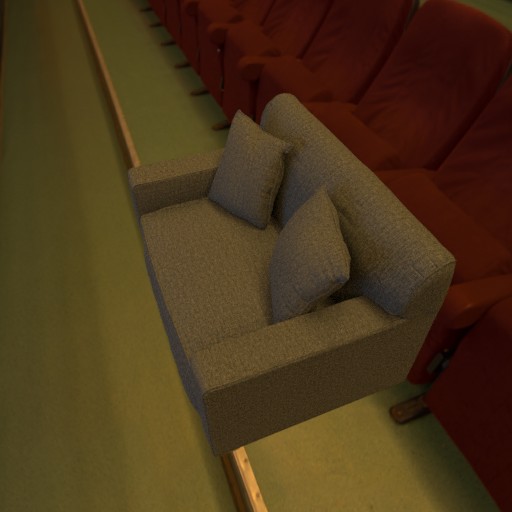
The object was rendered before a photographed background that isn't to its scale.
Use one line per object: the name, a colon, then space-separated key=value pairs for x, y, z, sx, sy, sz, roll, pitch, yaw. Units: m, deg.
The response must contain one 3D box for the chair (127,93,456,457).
chair: x=0.000 y=0.000 z=2.125 sx=1.000 sy=0.948 sz=1.383 roll=-16 pitch=48 yaw=-15
